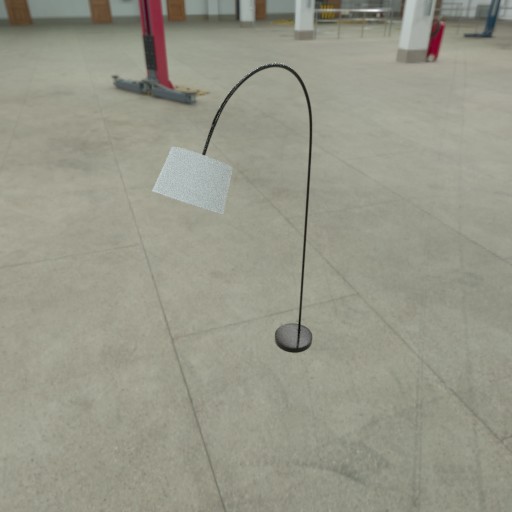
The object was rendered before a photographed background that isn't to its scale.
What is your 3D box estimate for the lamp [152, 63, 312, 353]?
[{"bbox_3d":[0.000,0.000,2.654,0.331,2.104,1.363,19,36,29],"label":"lamp"}]
